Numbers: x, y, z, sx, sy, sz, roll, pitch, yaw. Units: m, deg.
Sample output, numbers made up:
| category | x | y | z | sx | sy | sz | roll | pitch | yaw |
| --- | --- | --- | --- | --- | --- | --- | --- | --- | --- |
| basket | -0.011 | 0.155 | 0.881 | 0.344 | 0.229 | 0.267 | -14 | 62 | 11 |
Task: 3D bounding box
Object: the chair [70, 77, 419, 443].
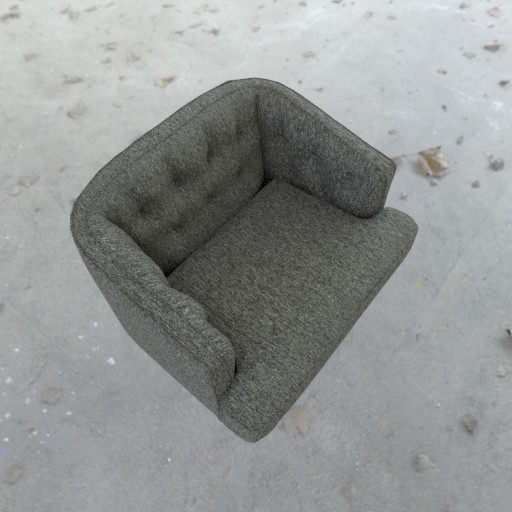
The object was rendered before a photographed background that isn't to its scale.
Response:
| category | x | y | z | sx | sy | sz | roll | pitch | yaw |
| --- | --- | --- | --- | --- | --- | --- | --- | --- | --- |
| chair | 0.000 | 0.000 | 1.796 | 0.941 | 0.852 | 1.104 | 35 | 64 | 20 |
